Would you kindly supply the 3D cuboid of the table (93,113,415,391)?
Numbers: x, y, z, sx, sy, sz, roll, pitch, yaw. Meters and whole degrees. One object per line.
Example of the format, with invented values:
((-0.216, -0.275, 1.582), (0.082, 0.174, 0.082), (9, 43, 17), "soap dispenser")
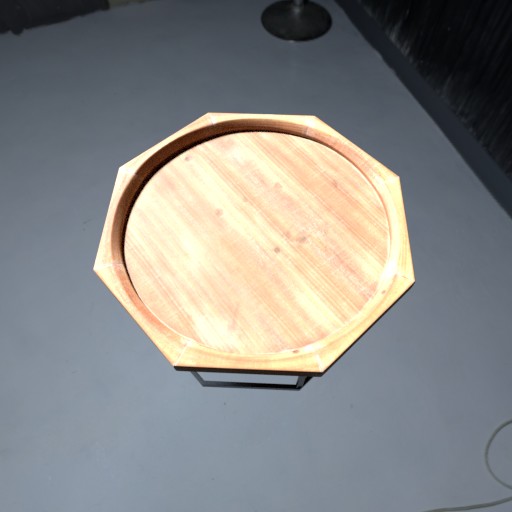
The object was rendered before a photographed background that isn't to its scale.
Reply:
((0.000, 0.000, 1.557), (1.002, 0.444, 1.002), (0, 60, 0), "table")
